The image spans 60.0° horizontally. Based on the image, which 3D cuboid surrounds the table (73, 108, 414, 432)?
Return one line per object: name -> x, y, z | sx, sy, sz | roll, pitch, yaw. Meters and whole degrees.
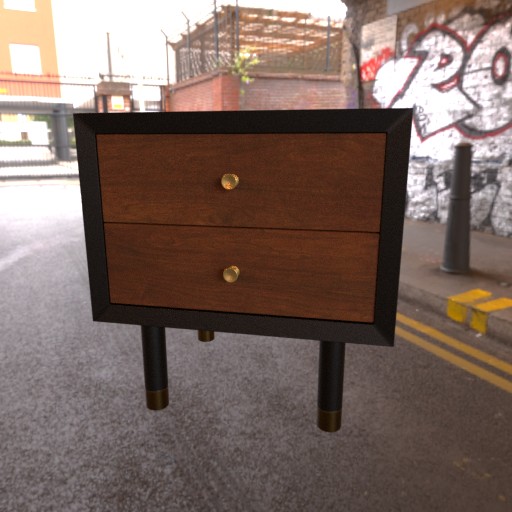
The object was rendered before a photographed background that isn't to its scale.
table -> 0.000, 0.000, 0.978 | 0.564, 0.584, 0.441 | 3, 14, 11
